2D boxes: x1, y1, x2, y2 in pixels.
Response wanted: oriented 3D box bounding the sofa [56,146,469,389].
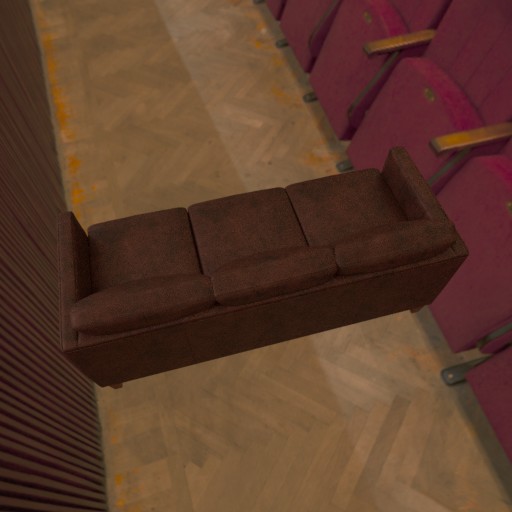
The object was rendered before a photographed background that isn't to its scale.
[{"bbox_3d":[0.000,0.000,3.064,2.464,1.006,1.045,-13,58,-8],"label":"sofa"}]
